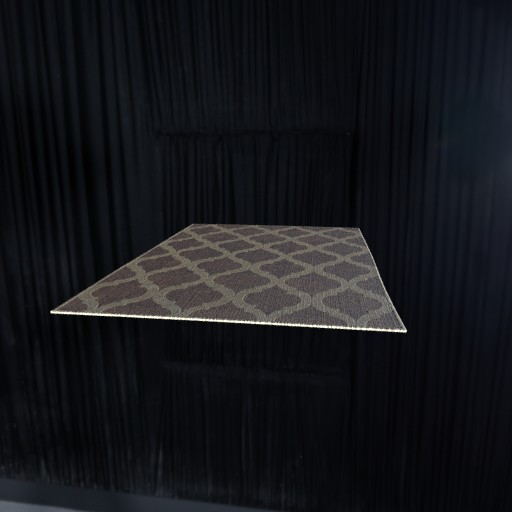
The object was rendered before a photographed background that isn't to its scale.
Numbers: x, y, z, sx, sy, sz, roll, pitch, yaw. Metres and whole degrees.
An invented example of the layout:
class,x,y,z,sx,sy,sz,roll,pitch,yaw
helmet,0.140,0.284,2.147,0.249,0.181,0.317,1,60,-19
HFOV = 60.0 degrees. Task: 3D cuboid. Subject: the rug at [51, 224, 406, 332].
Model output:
class,x,y,z,sx,sy,sz,roll,pitch,yaw
rug,0.000,0.000,2.940,1.522,0.008,2.284,2,14,8
